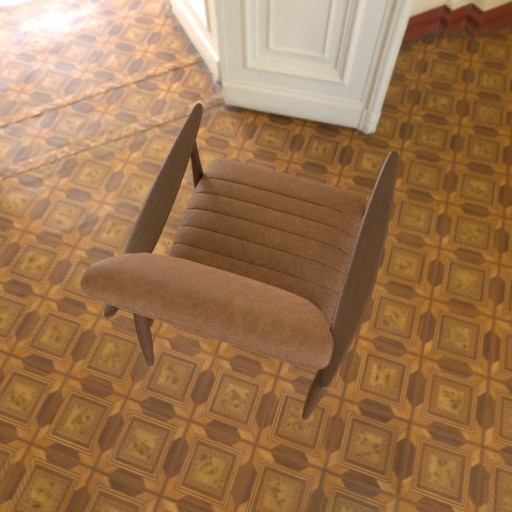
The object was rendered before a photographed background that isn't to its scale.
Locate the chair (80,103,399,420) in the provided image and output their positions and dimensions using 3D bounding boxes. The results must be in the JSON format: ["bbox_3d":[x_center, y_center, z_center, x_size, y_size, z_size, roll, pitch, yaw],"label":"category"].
[{"bbox_3d":[0.000,0.000,1.433,0.741,0.832,0.798,16,63,8],"label":"chair"}]
